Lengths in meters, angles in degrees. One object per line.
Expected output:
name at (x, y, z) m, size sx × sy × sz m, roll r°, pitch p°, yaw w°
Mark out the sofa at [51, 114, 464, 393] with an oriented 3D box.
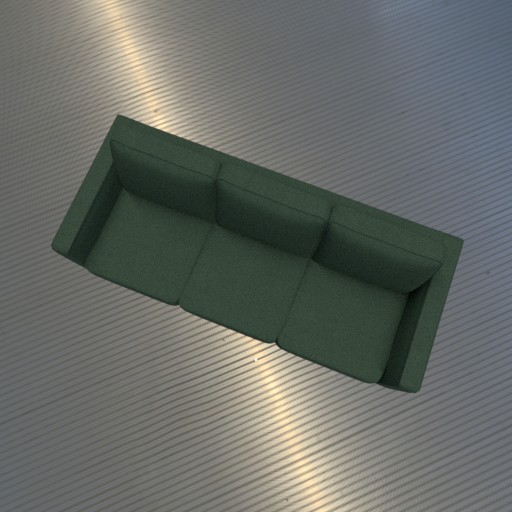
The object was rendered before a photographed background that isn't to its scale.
sofa at (0.000, 0.000, 2.551) m, size 2.029 × 0.899 × 0.879 m, roll 21°, pitch 78°, yaw 5°
